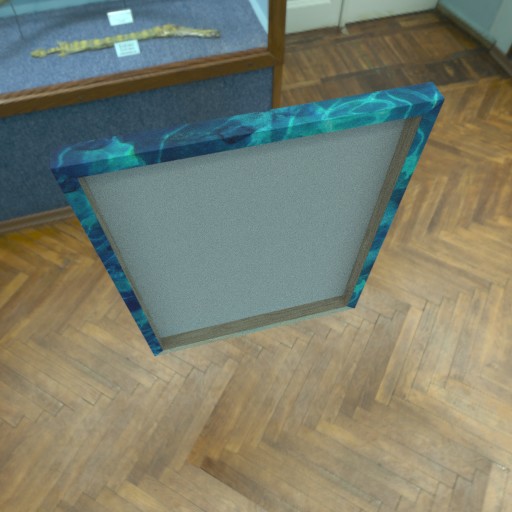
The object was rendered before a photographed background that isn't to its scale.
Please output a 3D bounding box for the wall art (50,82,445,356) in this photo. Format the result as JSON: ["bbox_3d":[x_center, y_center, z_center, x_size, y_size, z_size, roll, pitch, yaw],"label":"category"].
[{"bbox_3d":[0.000,0.000,0.830,0.508,0.635,0.038,-12,58,-8],"label":"wall art"}]
